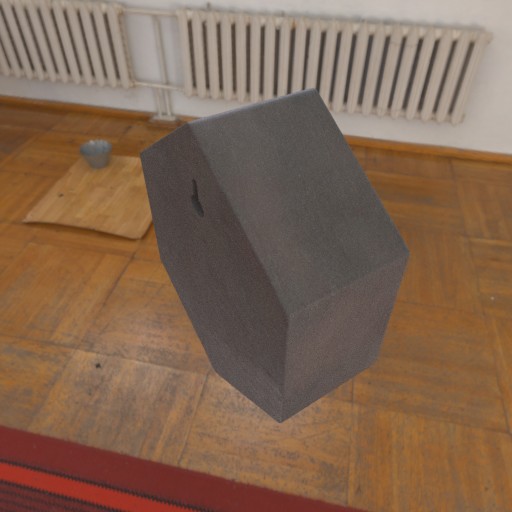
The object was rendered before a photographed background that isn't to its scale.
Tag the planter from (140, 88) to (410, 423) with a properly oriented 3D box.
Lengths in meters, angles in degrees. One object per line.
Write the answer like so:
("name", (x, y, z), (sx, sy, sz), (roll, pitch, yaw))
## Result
("planter", (0.000, 0.000, 0.292), (0.077, 0.206, 0.169), (-24, 47, -24))
